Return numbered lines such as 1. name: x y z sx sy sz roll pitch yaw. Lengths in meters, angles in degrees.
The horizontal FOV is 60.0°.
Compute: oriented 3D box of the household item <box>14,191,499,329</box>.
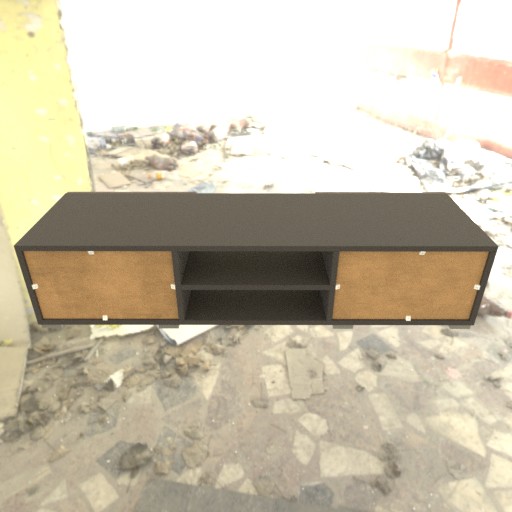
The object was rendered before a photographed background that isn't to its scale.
1. household item: 0.000 0.000 1.538 1.400 0.310 0.420 0 30 0
